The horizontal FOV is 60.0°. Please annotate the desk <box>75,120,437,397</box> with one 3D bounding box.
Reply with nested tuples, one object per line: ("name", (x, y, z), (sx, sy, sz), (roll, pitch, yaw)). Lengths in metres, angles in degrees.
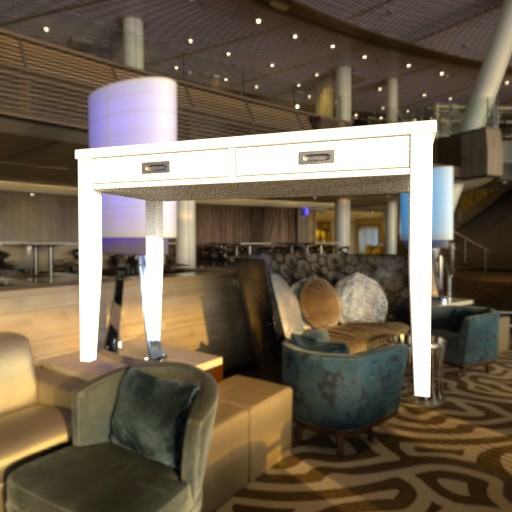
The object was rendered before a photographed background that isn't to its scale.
("desk", (0.000, 0.000, 1.664), (1.220, 0.775, 0.508), (1, 2, 19))
